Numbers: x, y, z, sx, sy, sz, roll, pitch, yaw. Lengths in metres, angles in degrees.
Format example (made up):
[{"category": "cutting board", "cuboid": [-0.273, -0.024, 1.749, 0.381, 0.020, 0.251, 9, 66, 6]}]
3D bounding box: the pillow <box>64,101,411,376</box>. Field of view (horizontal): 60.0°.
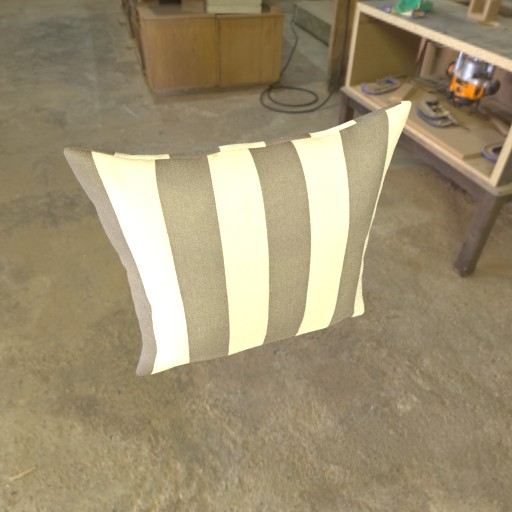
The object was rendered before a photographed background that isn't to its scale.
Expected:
[{"category": "pillow", "cuboid": [0.000, 0.000, 0.798, 0.522, 0.507, 0.192, -12, 43, -14]}]
